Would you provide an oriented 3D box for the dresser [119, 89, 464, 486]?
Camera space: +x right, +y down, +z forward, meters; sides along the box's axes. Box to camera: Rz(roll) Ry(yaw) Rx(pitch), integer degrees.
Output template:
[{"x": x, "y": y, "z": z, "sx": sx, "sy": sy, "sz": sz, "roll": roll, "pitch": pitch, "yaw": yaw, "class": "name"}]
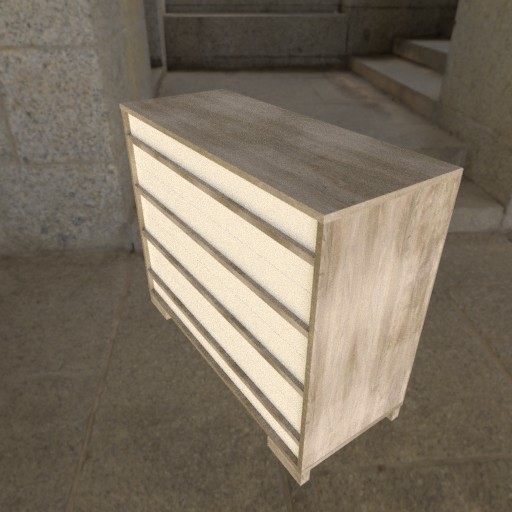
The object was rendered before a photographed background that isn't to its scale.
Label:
[{"x": 0.000, "y": 0.000, "z": 1.421, "sx": 0.404, "sy": 0.816, "sz": 0.994, "roll": -20, "pitch": 37, "yaw": -29, "class": "dresser"}]
